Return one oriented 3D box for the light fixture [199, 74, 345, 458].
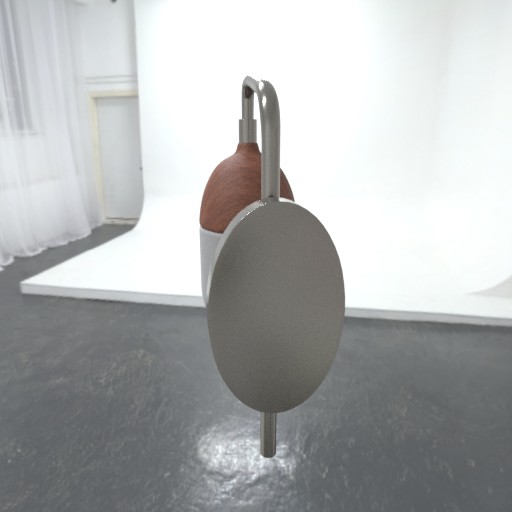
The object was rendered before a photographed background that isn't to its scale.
[{"bbox_3d":[0.000,0.000,0.439,0.108,0.343,0.216,-2,16,-9],"label":"light fixture"}]
